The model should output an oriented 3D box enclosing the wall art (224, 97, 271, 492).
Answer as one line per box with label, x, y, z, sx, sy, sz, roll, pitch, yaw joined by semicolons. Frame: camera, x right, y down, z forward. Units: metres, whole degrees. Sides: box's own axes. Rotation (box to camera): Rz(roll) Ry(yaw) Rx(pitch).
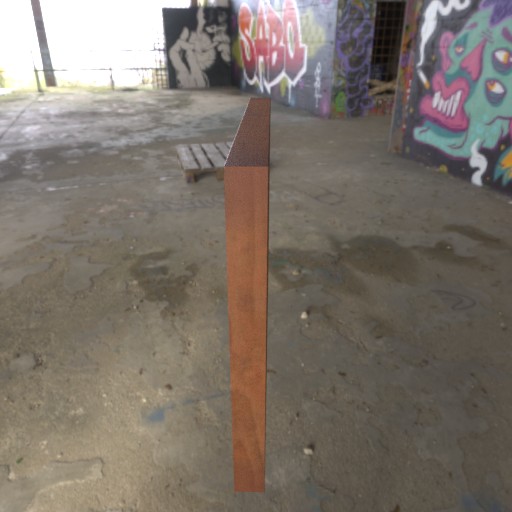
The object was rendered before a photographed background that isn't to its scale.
wall art;0.000;0.000;0.550;0.030;0.328;0.401;1;26;2
